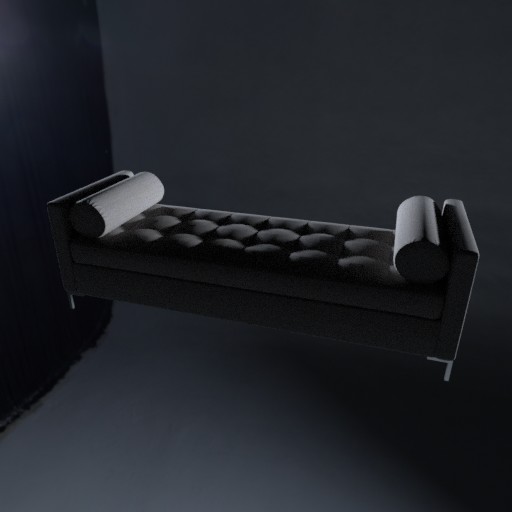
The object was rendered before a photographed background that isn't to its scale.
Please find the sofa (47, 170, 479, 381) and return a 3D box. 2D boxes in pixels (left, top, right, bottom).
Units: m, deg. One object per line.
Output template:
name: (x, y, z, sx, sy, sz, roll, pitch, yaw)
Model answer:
sofa: (0.000, 0.000, 2.349, 1.981, 0.635, 0.686, 8, 26, 16)
